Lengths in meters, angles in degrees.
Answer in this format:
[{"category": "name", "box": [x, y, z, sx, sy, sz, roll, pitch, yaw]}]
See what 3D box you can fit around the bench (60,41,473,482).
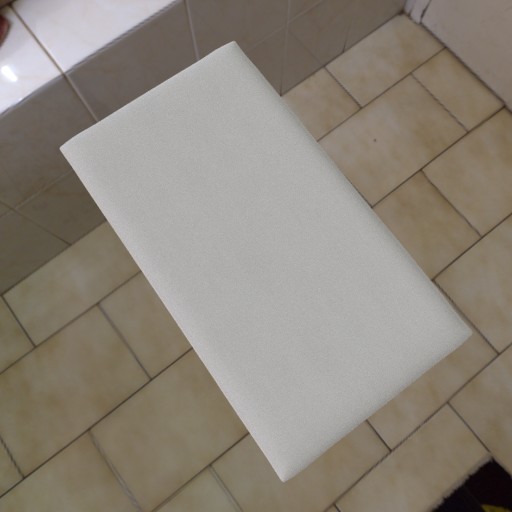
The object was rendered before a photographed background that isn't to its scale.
[{"category": "bench", "box": [0.000, 0.000, 1.169, 0.500, 0.449, 0.887, -35, 79, -8]}]
